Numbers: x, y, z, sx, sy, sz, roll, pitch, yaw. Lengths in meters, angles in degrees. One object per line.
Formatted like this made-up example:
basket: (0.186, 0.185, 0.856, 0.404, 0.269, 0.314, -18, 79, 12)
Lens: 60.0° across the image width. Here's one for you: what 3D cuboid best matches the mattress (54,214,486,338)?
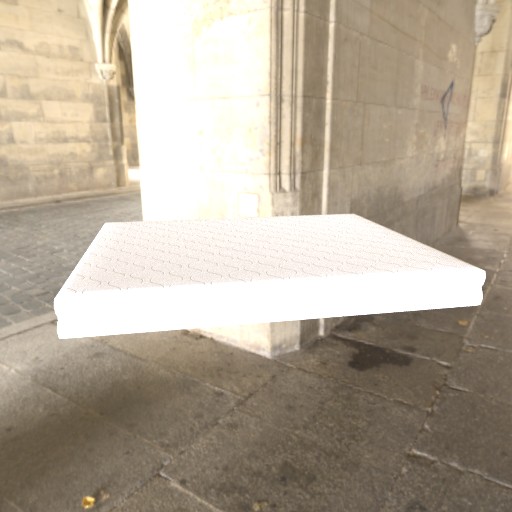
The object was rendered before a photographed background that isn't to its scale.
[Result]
mattress: (0.000, 0.000, 2.769, 2.000, 0.200, 1.600, -3, 16, -11)
